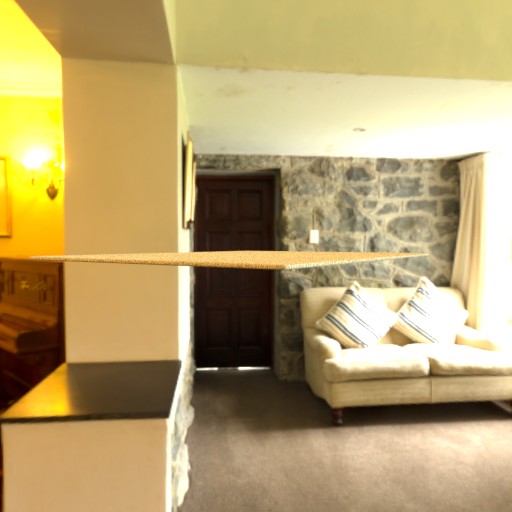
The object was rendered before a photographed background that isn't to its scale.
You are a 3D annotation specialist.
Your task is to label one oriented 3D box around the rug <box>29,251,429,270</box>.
[{"bbox_3d":[0.000,0.000,4.188,2.438,0.029,3.047,1,2,34],"label":"rug"}]
